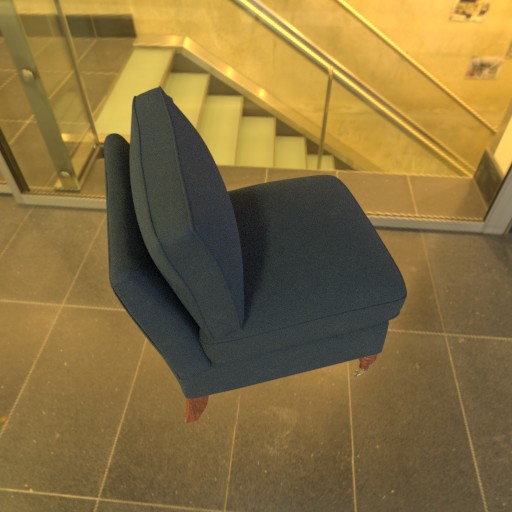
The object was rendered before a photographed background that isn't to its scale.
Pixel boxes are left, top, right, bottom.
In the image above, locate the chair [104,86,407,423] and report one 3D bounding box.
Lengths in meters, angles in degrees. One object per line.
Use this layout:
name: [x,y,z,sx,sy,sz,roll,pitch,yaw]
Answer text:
chair: [0.000,0.000,1.644,0.912,1.052,0.724,-11,48,-10]
